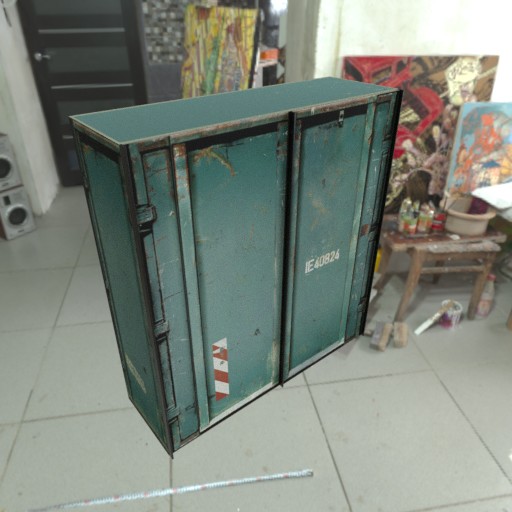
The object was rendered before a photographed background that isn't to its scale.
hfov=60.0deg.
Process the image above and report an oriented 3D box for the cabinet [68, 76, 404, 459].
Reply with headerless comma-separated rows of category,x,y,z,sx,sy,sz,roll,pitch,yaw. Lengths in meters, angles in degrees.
cabinet,0.000,0.000,3.211,2.000,2.160,0.680,-23,38,-32
